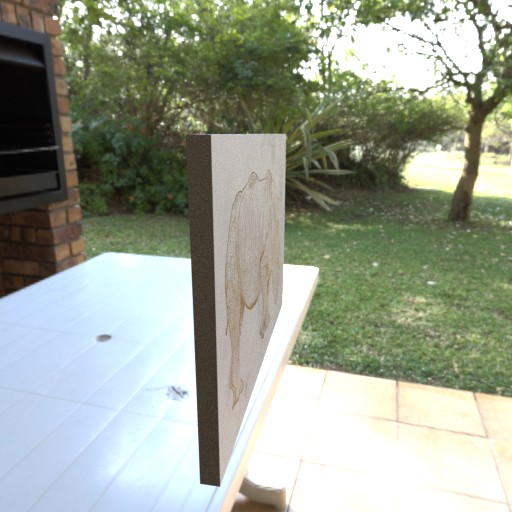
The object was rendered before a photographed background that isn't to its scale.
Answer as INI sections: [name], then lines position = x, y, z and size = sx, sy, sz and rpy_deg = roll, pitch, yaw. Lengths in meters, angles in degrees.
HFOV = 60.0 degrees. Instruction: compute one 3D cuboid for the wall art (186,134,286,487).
[wall art]
position = 0.000, 0.000, 1.152
size = 0.038, 0.610, 0.915
rpy_deg = 3, 16, 10
